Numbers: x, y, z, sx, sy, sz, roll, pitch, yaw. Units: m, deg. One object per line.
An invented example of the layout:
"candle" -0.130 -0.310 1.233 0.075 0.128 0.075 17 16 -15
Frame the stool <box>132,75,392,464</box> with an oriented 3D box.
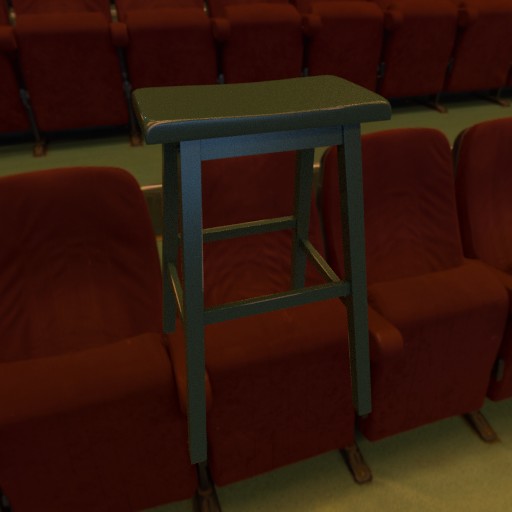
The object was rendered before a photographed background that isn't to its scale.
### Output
"stool" 0.000 0.000 1.044 0.457 0.737 0.476 -10 35 -15
